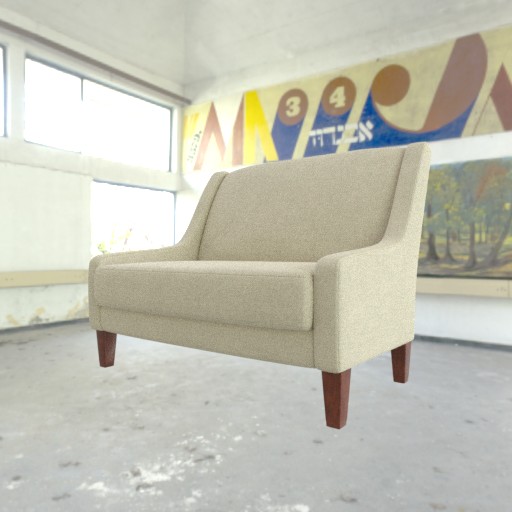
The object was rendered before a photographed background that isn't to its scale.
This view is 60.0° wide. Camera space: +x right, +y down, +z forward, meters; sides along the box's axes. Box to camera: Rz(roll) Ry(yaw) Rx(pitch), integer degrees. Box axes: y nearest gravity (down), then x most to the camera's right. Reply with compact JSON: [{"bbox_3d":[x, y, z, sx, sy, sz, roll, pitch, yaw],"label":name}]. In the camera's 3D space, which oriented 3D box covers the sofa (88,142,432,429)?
[{"bbox_3d":[0.000,0.000,1.904,1.212,0.976,0.946,0,1,37],"label":"sofa"}]
